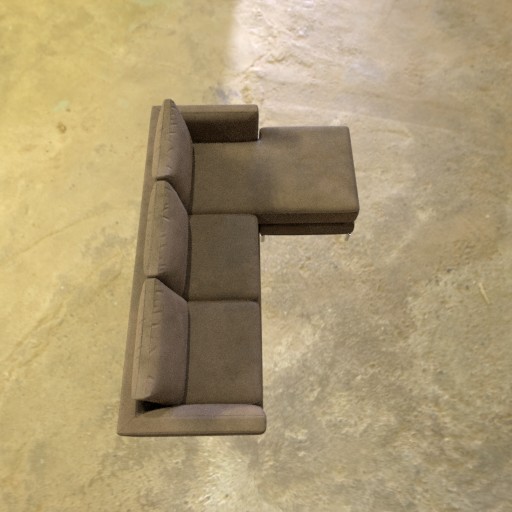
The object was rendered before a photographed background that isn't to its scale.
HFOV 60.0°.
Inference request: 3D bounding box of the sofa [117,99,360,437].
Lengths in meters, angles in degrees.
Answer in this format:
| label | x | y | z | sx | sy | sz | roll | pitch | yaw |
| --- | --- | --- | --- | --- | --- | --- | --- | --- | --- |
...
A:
| label | x | y | z | sx | sy | sz | roll | pitch | yaw |
| --- | --- | --- | --- | --- | --- | --- | --- | --- | --- |
| sofa | 0.000 | 0.000 | 3.237 | 1.622 | 0.987 | 2.438 | -1 | 65 | 0 |
